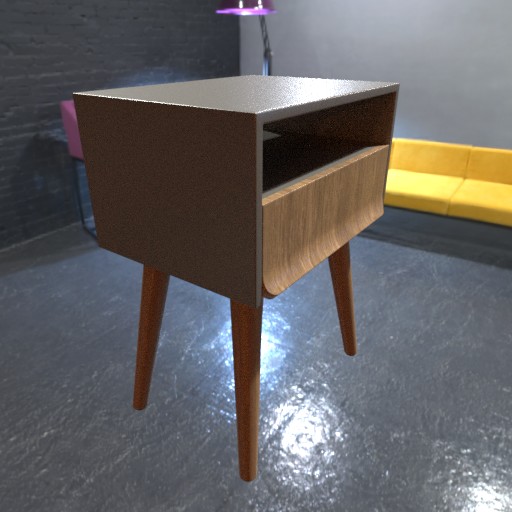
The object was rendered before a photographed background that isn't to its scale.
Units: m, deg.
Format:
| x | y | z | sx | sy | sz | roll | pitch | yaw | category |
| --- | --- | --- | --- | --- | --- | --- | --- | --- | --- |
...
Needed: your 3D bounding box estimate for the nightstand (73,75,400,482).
| x | y | z | sx | sy | sz | roll | pitch | yaw | category |
| --- | --- | --- | --- | --- | --- | --- | --- | --- | --- |
| 0.000 | 0.000 | 0.712 | 0.288 | 0.508 | 0.370 | 18 | 31 | 32 | nightstand |
